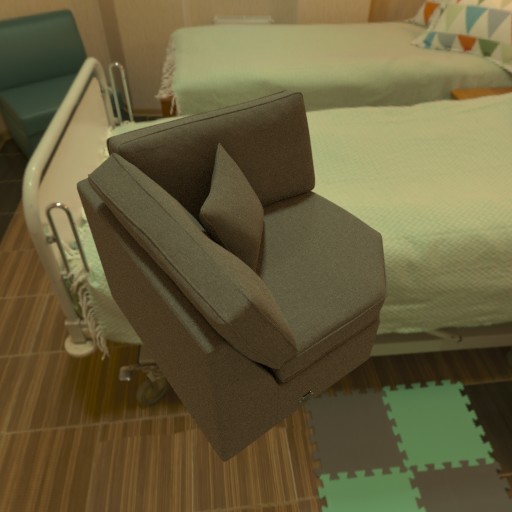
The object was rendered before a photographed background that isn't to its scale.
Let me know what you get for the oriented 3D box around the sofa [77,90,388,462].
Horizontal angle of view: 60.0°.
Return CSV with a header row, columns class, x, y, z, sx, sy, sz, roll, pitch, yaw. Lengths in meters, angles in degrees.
class,x,y,z,sx,sy,sz,roll,pitch,yaw
sofa,0.000,0.000,1.876,1.042,0.951,1.050,-26,48,-25
